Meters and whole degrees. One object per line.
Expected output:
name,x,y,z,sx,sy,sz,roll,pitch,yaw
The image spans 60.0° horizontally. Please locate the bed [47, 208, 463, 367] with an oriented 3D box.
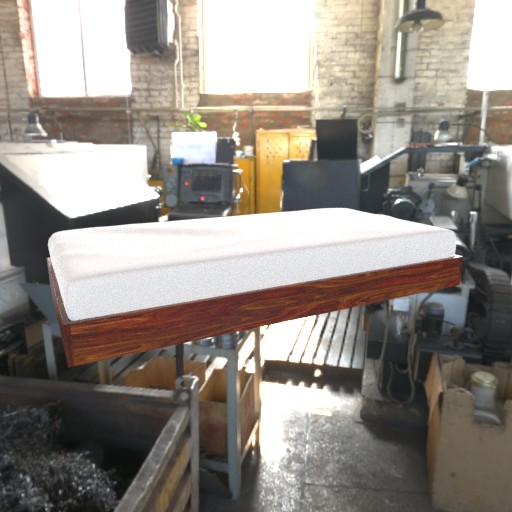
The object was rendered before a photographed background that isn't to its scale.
bed,0.000,0.000,2.218,1.860,0.312,0.940,-7,16,-26
